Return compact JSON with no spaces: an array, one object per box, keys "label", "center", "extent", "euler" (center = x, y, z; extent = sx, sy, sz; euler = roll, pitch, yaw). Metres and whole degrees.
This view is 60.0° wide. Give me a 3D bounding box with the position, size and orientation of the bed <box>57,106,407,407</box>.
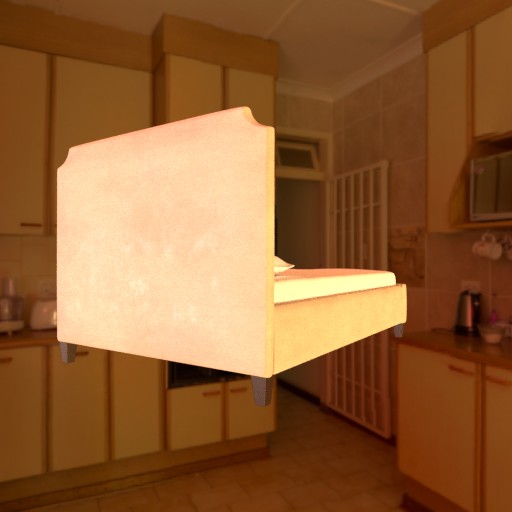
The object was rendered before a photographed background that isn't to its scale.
[{"label":"bed","center":[0.000,0.000,3.480],"extent":[1.712,1.443,2.372],"euler":[0,-1,34]}]
